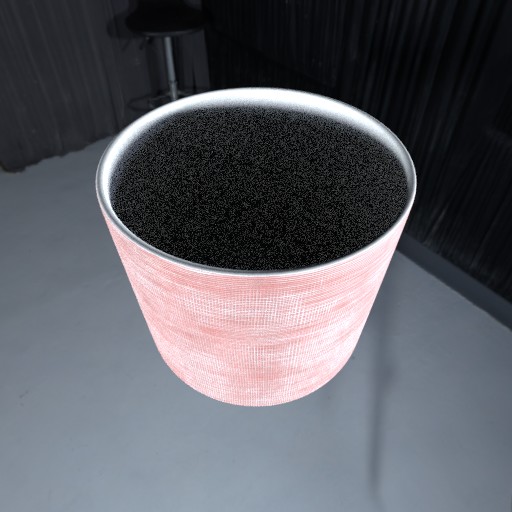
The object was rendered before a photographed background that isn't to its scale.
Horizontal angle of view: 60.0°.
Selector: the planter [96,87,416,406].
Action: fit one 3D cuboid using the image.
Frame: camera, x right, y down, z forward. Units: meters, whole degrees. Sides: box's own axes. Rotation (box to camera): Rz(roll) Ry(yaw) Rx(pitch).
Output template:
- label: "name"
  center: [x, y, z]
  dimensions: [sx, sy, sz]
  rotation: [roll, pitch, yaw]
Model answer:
- label: "planter"
  center: [0.000, 0.000, 0.769]
  dimensions: [0.440, 0.398, 0.440]
  rotation: [0, 46, 0]
